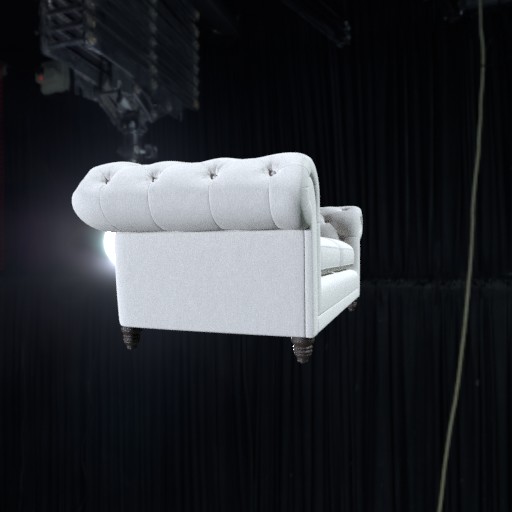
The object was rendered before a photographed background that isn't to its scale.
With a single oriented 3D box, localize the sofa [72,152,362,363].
[{"bbox_3d":[0.000,0.000,2.464,0.986,0.764,1.998,0,0,19],"label":"sofa"}]
